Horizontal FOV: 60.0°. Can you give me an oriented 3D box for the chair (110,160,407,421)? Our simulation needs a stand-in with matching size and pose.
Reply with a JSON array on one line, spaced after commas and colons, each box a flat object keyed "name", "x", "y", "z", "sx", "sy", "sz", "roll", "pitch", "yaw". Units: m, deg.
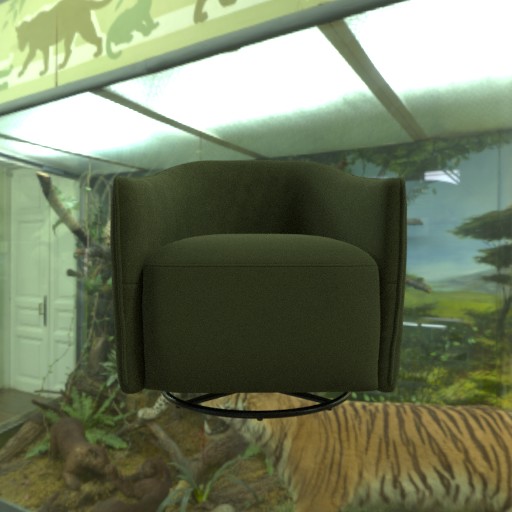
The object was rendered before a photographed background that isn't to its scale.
[{"name": "chair", "x": 0.000, "y": 0.000, "z": 1.445, "sx": 0.747, "sy": 0.799, "sz": 0.875, "roll": 0, "pitch": 0, "yaw": -1}]
